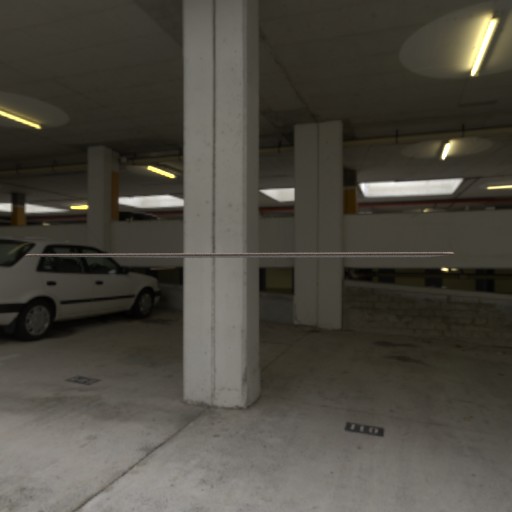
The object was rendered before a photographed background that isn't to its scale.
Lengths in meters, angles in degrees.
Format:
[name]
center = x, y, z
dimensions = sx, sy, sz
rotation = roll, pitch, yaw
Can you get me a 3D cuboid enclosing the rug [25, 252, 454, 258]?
[rug]
center = 0.000, 0.000, 2.767
dimensions = 2.115, 0.013, 1.517
rotation = 0, -1, 18
